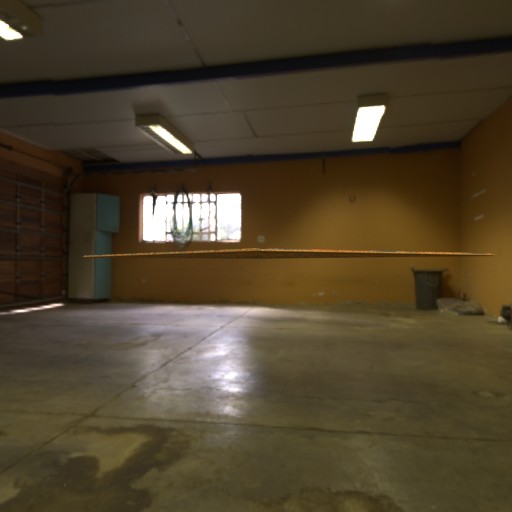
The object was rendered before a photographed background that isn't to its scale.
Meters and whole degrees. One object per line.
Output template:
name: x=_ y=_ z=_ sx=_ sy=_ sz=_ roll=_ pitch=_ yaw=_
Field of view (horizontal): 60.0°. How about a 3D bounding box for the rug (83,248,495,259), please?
rug: x=0.000 y=0.000 z=3.697 sx=2.043 sy=0.019 sz=2.916 roll=1 pitch=-1 yaw=-36
